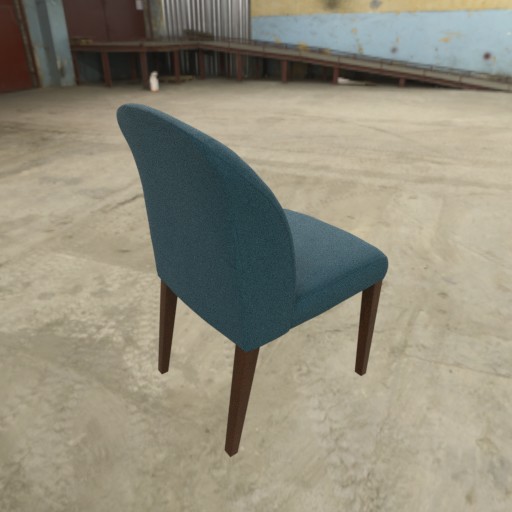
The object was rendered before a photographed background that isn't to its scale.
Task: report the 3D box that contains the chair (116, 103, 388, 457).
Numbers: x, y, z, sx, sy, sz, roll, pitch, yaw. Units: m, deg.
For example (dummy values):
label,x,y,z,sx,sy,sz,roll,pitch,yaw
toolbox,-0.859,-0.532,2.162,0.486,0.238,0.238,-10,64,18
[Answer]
label,x,y,z,sx,sy,sz,roll,pitch,yaw
chair,0.000,0.000,1.272,0.620,0.879,0.507,-19,32,-33
